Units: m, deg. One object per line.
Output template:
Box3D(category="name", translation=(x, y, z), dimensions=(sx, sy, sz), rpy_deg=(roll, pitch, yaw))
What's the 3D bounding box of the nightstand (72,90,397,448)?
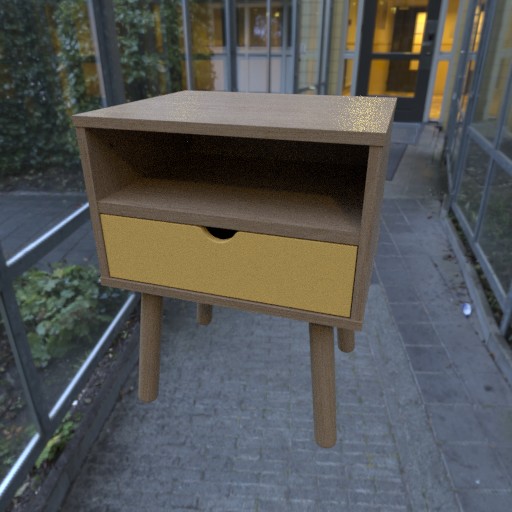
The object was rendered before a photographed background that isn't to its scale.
Box3D(category="nightstand", translation=(0.000, 0.000, 0.880), dimensions=(0.450, 0.571, 0.380), rpy_deg=(8, 27, 16))
